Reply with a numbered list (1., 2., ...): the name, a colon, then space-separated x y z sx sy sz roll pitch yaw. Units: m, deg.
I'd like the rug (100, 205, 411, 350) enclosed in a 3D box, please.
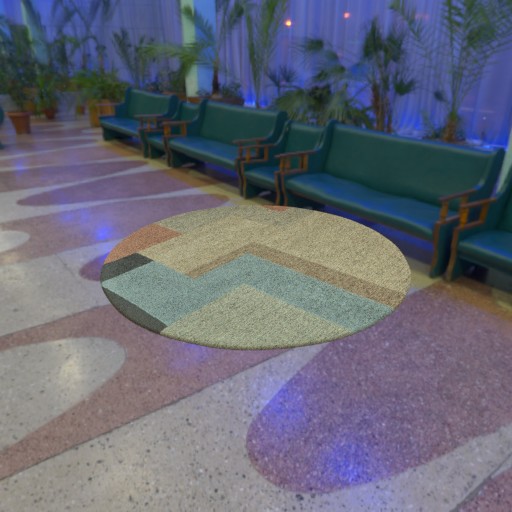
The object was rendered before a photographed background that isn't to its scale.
1. rug: 0.000 0.000 3.676 2.461 0.033 2.461 0 26 0
